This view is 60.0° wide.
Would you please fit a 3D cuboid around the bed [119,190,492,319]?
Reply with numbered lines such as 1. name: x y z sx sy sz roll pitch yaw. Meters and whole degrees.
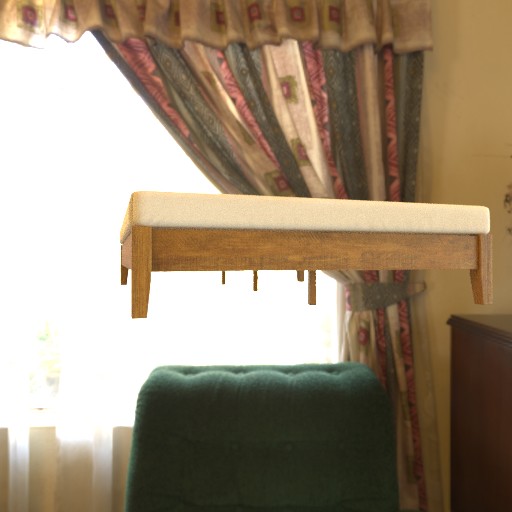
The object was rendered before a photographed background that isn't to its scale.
1. bed: 0.000 0.000 2.651 1.536 0.431 2.016 0 0 -18
